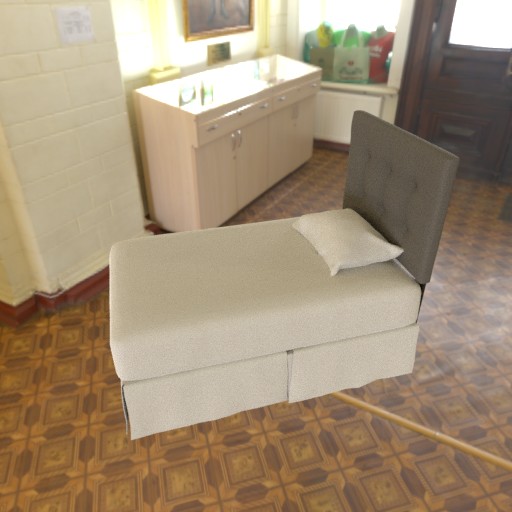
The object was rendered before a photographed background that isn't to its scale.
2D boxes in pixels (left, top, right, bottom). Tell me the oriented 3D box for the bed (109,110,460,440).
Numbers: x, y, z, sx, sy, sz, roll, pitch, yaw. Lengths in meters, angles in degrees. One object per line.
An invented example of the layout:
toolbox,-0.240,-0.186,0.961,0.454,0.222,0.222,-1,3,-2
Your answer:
bed,0.000,0.000,3.008,1.997,1.571,1.261,-8,32,-13
